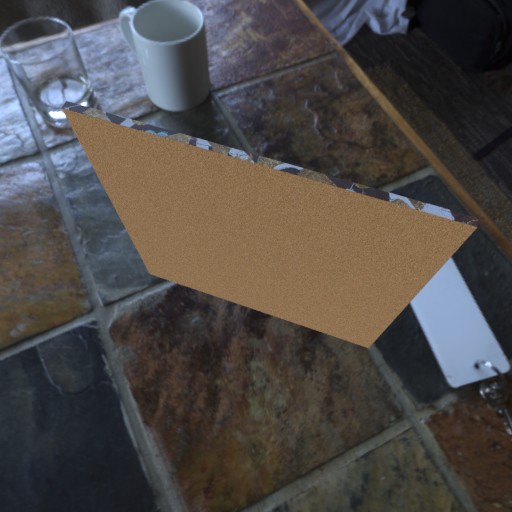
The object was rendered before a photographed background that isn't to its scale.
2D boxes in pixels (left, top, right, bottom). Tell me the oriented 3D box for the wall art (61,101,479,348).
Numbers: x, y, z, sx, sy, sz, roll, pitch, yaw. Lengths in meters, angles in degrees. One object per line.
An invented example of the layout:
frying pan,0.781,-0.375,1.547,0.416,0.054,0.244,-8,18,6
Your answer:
wall art,0.000,0.000,0.591,0.404,0.406,0.010,18,65,8
